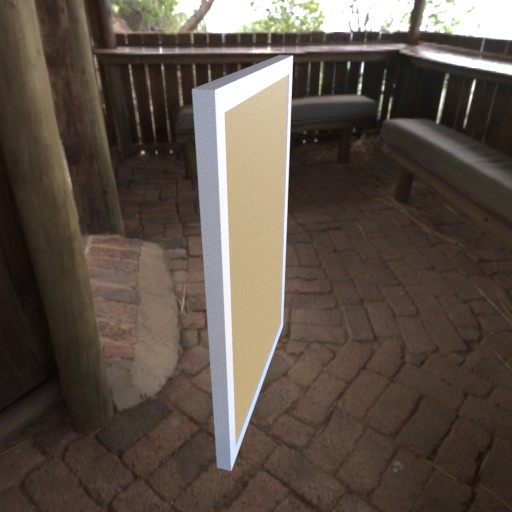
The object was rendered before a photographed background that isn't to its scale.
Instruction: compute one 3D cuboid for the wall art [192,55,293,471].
[{"bbox_3d":[0.000,0.000,1.164,0.039,0.915,0.612,8,30,13],"label":"wall art"}]
